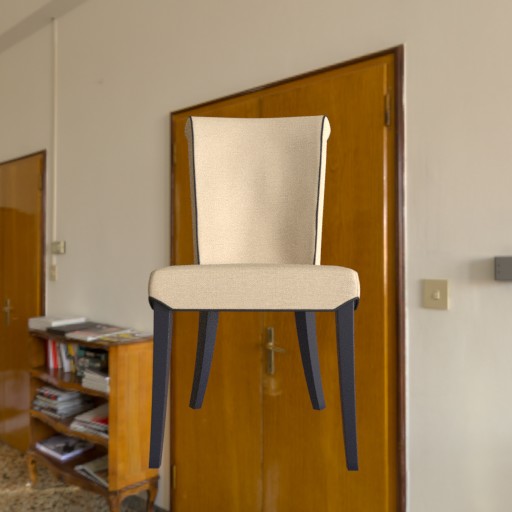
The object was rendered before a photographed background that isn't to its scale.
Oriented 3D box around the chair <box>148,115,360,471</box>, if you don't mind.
[{"bbox_3d":[0.000,0.000,1.336,0.522,0.997,0.623,0,-1,1],"label":"chair"}]
